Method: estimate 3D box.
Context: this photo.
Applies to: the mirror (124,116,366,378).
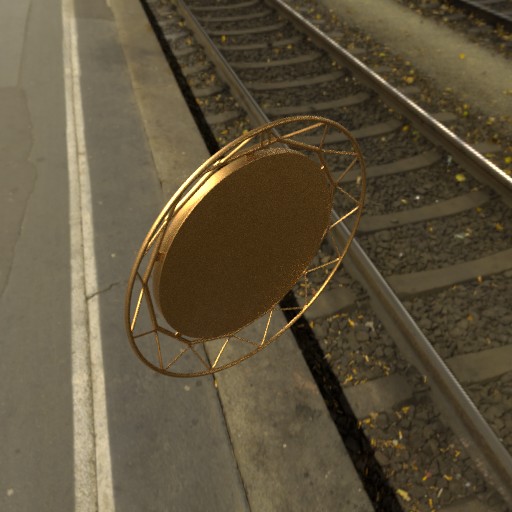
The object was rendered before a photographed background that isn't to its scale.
[{"bbox_3d":[0.000,0.000,0.686,0.454,0.454,0.043,-29,51,-27],"label":"mirror"}]
